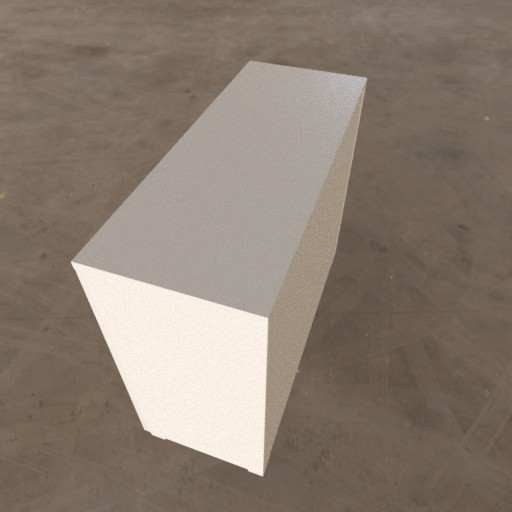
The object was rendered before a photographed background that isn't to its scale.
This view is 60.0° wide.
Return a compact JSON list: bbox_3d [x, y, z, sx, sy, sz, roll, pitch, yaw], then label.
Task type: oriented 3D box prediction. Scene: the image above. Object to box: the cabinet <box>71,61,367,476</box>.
[{"bbox_3d":[0.000,0.000,1.419,0.400,0.800,1.000,14,47,13],"label":"cabinet"}]
